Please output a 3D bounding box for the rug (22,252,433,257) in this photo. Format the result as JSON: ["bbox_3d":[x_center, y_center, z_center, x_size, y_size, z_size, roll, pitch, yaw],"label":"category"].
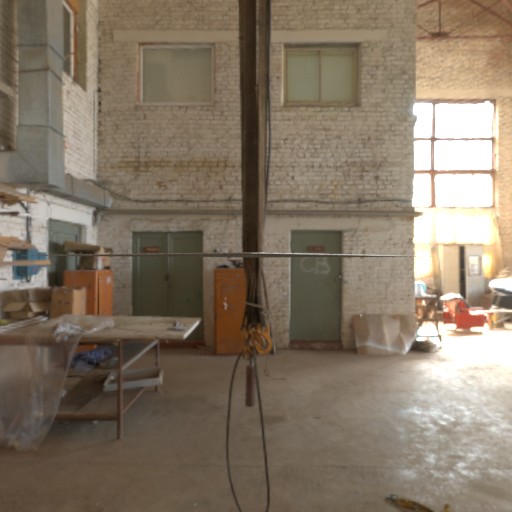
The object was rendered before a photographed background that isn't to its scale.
[{"bbox_3d":[0.000,0.000,2.126,1.190,0.003,1.634,0,-1,37],"label":"rug"}]
